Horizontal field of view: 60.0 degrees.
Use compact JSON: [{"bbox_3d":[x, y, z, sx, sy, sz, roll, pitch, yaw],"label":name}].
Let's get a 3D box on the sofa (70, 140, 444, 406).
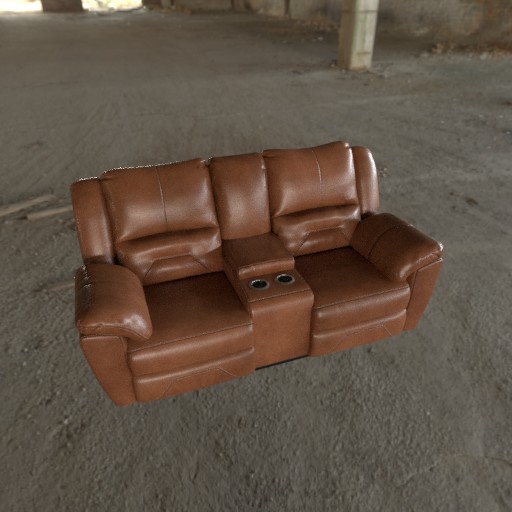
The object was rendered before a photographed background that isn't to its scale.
[{"bbox_3d":[0.000,0.000,2.687,2.058,1.043,0.991,-11,33,-17],"label":"sofa"}]
